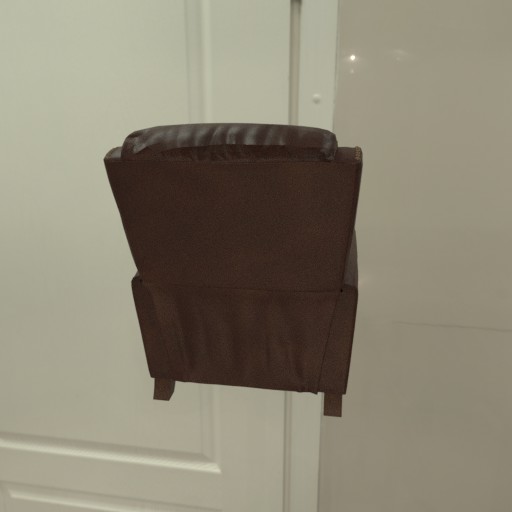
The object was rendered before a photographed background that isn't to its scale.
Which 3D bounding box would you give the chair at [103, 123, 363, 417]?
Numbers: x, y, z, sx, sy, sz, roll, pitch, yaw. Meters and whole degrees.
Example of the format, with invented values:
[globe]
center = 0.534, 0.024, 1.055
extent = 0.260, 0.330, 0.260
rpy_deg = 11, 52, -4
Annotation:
[chair]
center = 0.000, 0.000, 1.830
extent = 0.826, 1.022, 1.089
rpy_deg = 2, 15, 9
